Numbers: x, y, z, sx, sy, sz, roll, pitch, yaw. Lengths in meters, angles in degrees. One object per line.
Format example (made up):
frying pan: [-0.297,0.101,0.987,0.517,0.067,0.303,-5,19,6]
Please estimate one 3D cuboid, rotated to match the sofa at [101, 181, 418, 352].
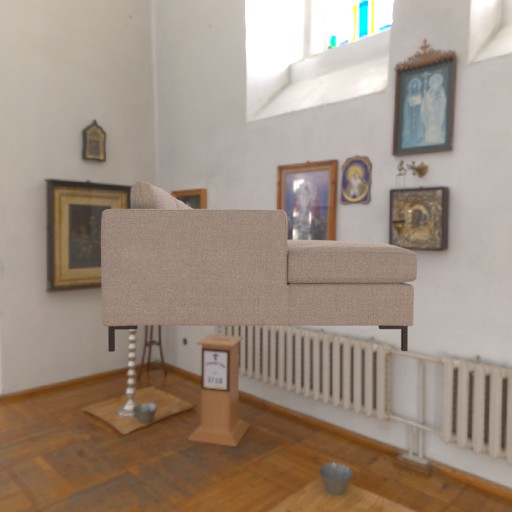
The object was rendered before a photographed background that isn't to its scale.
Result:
sofa: [0.000,0.000,3.465,1.469,0.816,2.923,0,1,-1]
